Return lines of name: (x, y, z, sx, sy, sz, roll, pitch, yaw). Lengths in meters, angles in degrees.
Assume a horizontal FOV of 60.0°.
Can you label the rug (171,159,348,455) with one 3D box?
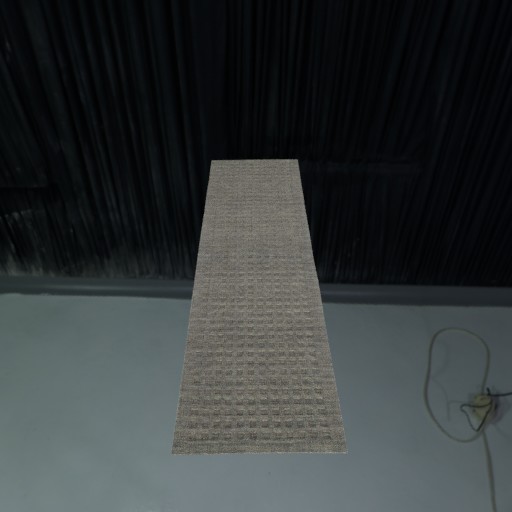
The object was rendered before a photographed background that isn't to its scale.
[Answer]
rug: (0.000, 0.000, 2.698, 0.706, 0.009, 2.443, 0, 40, 0)
